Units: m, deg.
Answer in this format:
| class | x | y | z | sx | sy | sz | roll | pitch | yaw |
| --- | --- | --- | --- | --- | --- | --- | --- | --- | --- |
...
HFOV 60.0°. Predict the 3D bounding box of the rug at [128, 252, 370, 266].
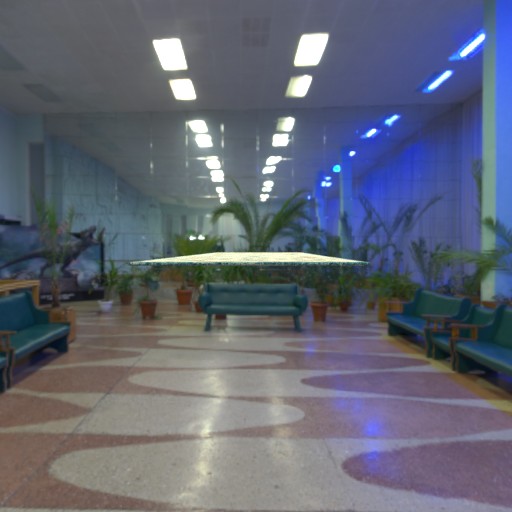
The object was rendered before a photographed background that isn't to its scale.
| class | x | y | z | sx | sy | sz | roll | pitch | yaw |
| --- | --- | --- | --- | --- | --- | --- | --- | --- | --- |
| rug | 0.000 | 0.000 | 2.583 | 0.750 | 0.011 | 2.435 | 0 | 1 | 1 |
